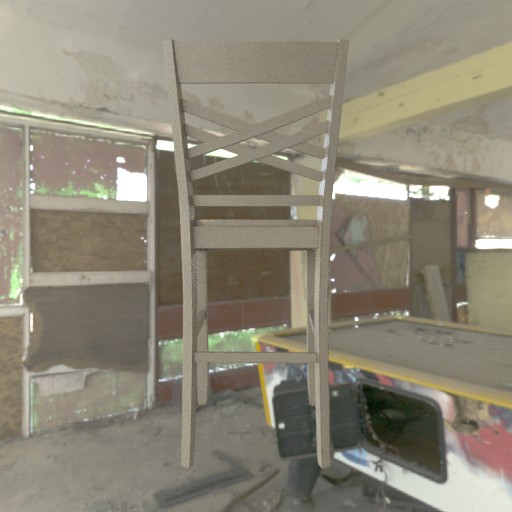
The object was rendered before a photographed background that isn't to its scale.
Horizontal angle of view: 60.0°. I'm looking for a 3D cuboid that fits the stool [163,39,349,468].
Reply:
[{"bbox_3d":[0.000,0.000,1.353,0.462,1.079,0.539,0,0,0],"label":"stool"}]
